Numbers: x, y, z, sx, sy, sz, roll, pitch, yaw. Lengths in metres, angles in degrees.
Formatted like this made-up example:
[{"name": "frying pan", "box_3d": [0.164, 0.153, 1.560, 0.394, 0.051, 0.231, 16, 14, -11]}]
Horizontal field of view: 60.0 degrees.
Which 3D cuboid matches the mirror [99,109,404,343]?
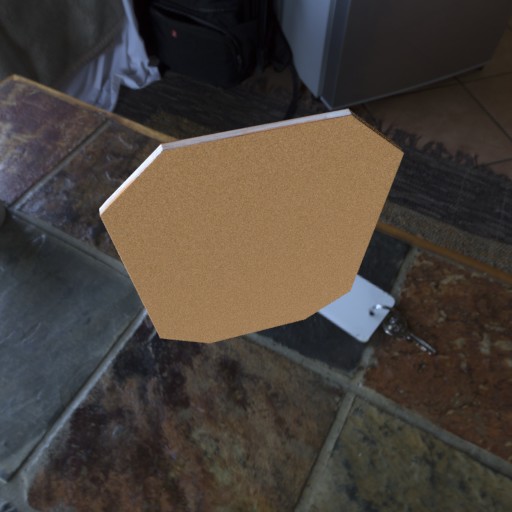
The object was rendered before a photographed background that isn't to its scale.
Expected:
[{"name": "mirror", "box_3d": [0.000, 0.000, 1.319, 0.709, 1.015, 0.061, -13, 59, -8]}]
